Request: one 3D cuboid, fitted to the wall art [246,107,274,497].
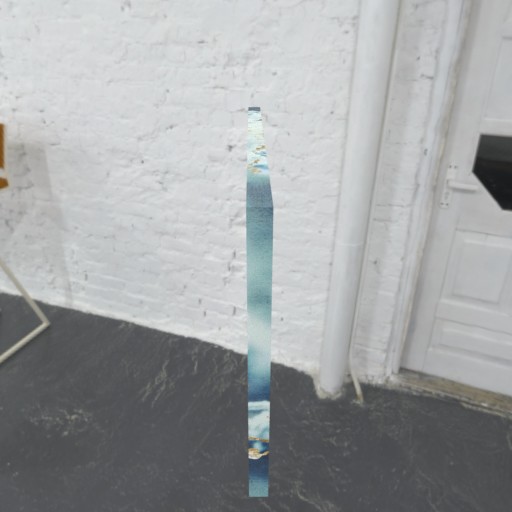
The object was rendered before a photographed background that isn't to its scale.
[{"bbox_3d":[0.000,0.000,1.148,0.038,0.608,0.912,0,27,-1],"label":"wall art"}]
